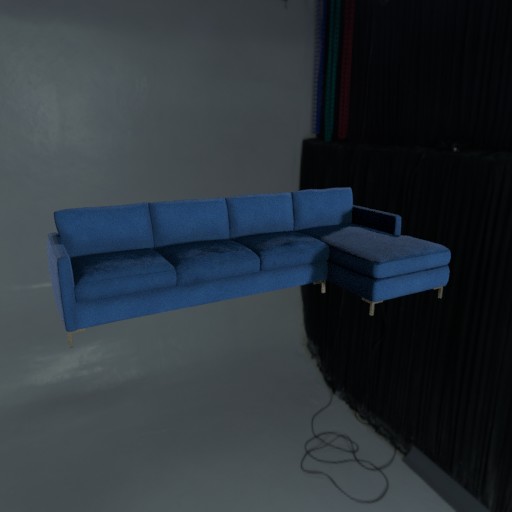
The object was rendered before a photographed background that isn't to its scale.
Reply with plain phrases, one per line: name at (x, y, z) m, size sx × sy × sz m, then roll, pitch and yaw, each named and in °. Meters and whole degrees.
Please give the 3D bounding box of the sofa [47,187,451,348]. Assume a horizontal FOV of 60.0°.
sofa at (0.000, 0.000, 3.495) m, size 2.932 × 0.810 × 1.350 m, roll -9°, pitch 18°, yaw -27°
